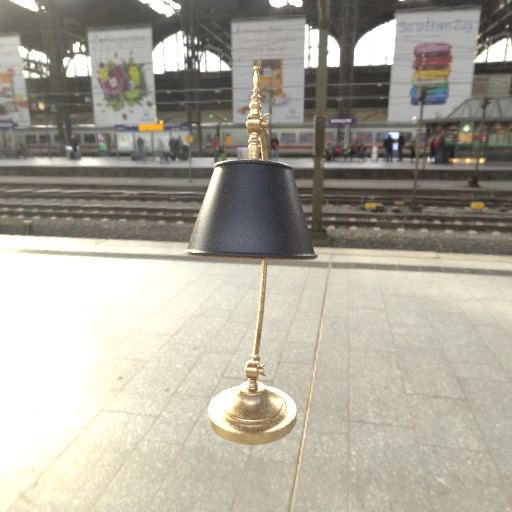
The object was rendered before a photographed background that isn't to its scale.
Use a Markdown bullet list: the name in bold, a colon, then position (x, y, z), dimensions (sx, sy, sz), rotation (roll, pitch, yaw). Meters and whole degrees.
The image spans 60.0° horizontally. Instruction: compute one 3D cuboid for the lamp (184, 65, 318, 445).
- **lamp**: position (0.000, 0.000, 0.840), dimensions (0.235, 0.675, 0.344), rotation (2, 14, 9)
